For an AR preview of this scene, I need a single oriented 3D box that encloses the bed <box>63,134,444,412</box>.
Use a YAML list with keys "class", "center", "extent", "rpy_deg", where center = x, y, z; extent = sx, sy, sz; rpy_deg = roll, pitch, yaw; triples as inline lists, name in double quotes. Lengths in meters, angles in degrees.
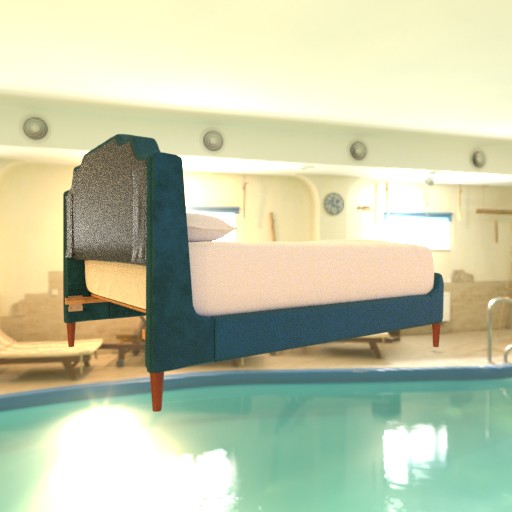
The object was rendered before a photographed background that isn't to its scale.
- class: "bed"
  center: [0.000, 0.000, 3.275]
  extent: [2.322, 1.338, 1.678]
  rpy_deg: [-1, 1, -36]
